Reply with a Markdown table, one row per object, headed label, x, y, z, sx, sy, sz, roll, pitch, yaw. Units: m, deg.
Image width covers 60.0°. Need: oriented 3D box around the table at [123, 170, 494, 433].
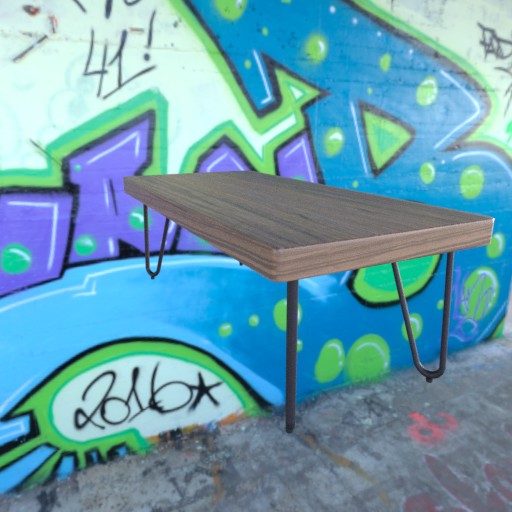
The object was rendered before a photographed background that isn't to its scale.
| label | x | y | z | sx | sy | sz | roll | pitch | yaw |
| --- | --- | --- | --- | --- | --- | --- | --- | --- | --- |
| table | 0.000 | 0.000 | 1.602 | 0.637 | 0.468 | 1.375 | -8 | 18 | -26 |
